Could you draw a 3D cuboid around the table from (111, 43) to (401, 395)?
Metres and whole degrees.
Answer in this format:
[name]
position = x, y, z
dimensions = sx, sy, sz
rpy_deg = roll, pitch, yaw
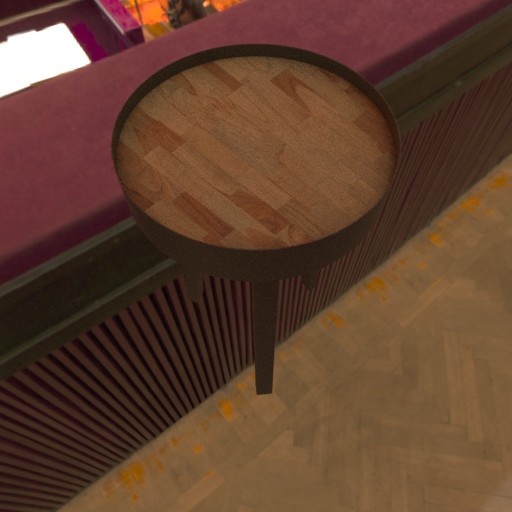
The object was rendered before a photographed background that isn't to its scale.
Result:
[table]
position = 0.000, 0.000, 0.921
dimensions = 0.406, 0.686, 0.406
rpy_deg = -31, 63, -18
